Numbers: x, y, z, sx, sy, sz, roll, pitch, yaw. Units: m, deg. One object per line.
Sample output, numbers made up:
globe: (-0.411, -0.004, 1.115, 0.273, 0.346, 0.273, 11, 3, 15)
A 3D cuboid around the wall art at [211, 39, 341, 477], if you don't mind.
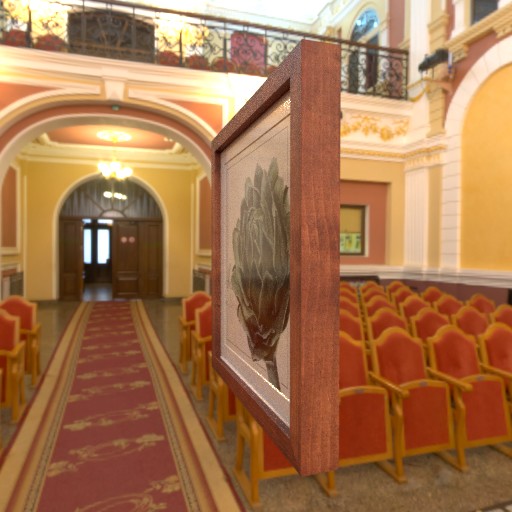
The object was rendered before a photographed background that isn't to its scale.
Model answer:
wall art: (0.000, 0.000, 0.580, 0.038, 0.385, 0.386, 0, 1, -17)
